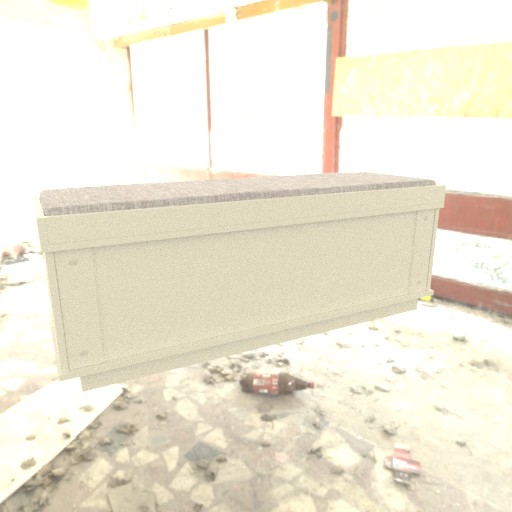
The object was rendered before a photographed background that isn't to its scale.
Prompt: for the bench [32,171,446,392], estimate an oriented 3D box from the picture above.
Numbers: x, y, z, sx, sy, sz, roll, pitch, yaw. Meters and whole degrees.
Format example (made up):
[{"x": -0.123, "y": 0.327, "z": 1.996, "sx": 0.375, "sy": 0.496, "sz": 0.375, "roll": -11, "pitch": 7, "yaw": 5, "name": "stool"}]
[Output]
[{"x": 0.000, "y": 0.000, "z": 1.381, "sx": 1.196, "sy": 0.453, "sz": 0.363, "roll": -8, "pitch": 18, "yaw": -26, "name": "bench"}]
